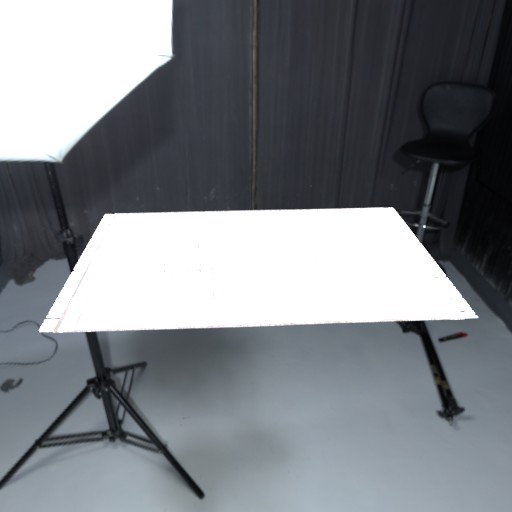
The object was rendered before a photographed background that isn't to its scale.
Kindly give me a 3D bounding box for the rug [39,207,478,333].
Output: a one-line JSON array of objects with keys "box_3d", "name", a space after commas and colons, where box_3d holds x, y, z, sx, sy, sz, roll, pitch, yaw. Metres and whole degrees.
[{"box_3d": [0.000, 0.000, 3.104, 2.440, 0.010, 1.528, -2, 30, -3], "name": "rug"}]
